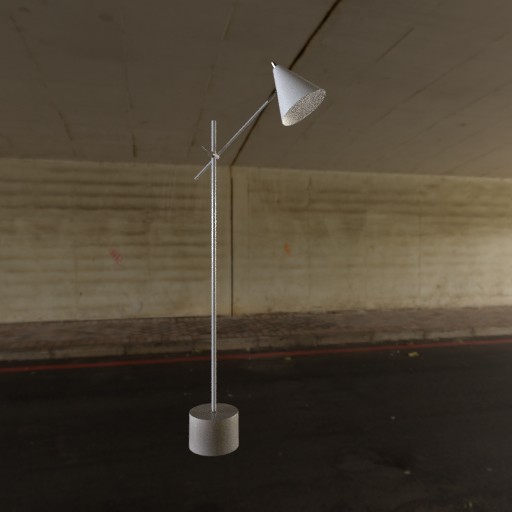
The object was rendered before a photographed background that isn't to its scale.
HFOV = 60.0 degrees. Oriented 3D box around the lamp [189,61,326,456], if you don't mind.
[{"bbox_3d":[0.000,0.000,1.641,0.508,1.430,0.223,0,0,18],"label":"lamp"}]
